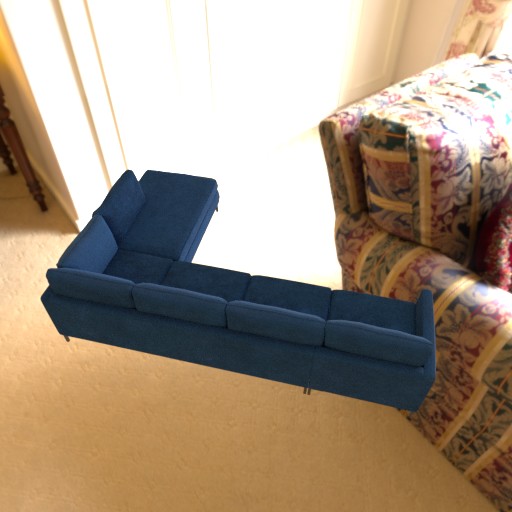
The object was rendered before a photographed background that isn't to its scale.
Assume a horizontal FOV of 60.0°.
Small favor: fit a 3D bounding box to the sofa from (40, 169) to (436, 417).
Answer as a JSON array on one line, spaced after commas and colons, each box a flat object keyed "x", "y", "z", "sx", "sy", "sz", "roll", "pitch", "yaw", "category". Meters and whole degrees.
[{"x": 0.000, "y": 0.000, "z": 3.309, "sx": 2.486, "sy": 0.687, "sz": 1.707, "roll": 10, "pitch": 47, "yaw": 9, "category": "sofa"}]
